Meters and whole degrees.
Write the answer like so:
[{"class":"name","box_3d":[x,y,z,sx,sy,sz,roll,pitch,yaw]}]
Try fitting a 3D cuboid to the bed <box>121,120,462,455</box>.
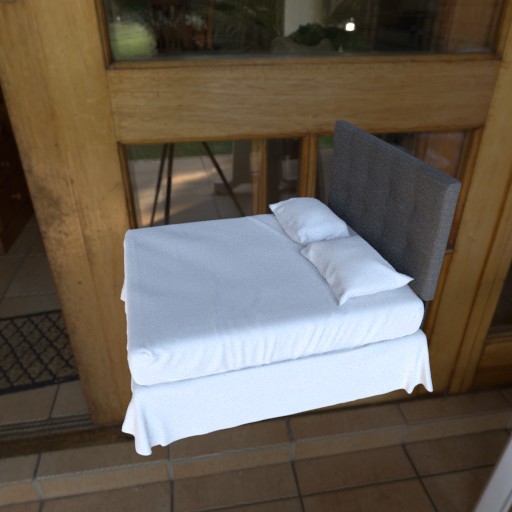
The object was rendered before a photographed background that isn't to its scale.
[{"class":"bed","box_3d":[0.000,0.000,3.394,2.222,1.577,1.936,-8,31,-13]}]
